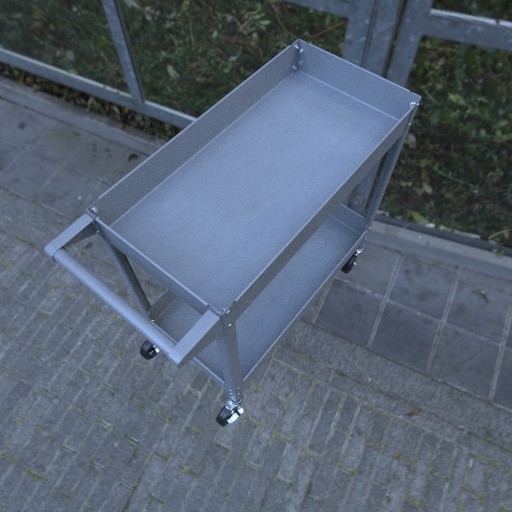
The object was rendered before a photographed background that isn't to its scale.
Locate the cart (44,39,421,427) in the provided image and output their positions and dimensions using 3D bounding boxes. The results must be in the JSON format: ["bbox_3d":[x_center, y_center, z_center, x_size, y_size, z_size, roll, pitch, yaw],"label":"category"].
[{"bbox_3d":[0.000,0.000,1.181,0.366,0.719,0.779,35,65,19],"label":"cart"}]
